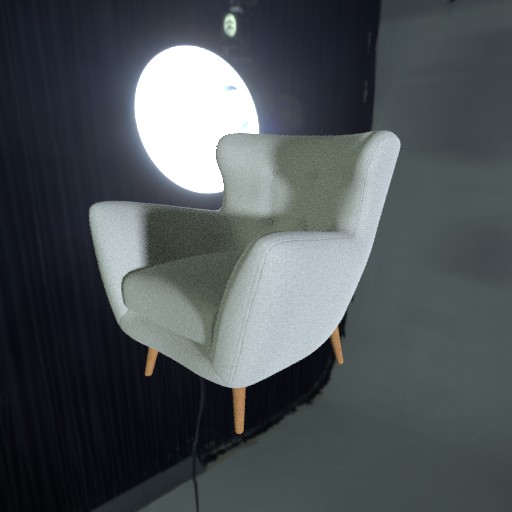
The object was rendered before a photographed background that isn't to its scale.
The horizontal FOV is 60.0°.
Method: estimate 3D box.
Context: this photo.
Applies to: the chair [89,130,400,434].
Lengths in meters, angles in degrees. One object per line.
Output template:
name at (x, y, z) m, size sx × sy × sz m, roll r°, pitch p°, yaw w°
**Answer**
chair at (0.000, 0.000, 1.633) m, size 0.890 × 0.889 × 0.889 m, roll 14°, pitch 20°, yaw 42°
